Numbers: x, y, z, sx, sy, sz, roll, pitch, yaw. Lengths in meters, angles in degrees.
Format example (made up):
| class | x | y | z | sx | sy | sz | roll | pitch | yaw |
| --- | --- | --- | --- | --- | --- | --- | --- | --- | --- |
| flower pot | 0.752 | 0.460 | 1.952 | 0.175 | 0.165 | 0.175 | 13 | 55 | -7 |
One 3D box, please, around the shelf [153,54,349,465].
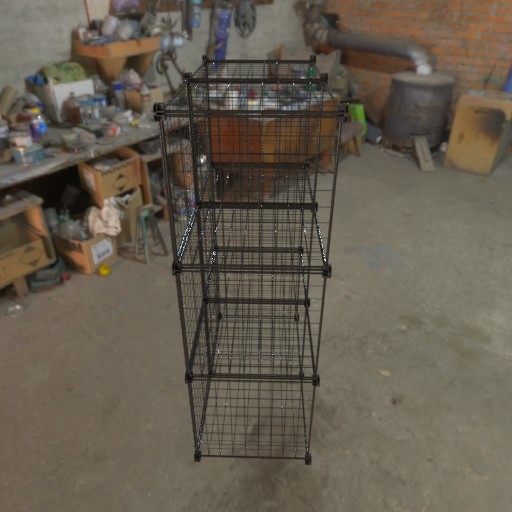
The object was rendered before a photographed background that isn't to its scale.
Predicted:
| class | x | y | z | sx | sy | sz | roll | pitch | yaw |
| --- | --- | --- | --- | --- | --- | --- | --- | --- | --- |
| shelf | 0.000 | 0.000 | 1.377 | 0.356 | 1.067 | 0.711 | 1 | 31 | 1 |
